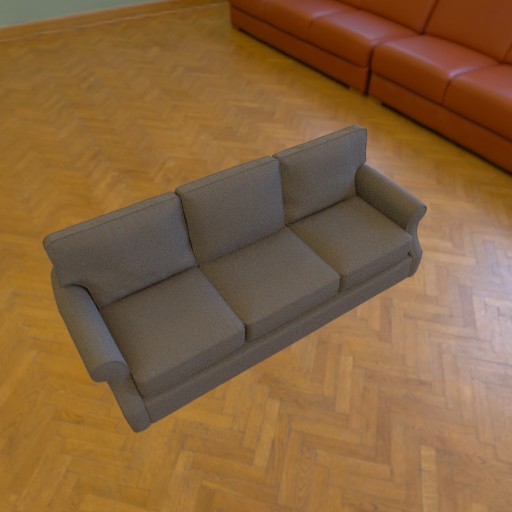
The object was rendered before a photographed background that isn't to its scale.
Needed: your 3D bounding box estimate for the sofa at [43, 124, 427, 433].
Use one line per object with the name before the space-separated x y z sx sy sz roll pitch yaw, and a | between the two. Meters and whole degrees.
sofa | 0.000 0.000 2.831 2.353 0.948 0.966 -25 49 -23
